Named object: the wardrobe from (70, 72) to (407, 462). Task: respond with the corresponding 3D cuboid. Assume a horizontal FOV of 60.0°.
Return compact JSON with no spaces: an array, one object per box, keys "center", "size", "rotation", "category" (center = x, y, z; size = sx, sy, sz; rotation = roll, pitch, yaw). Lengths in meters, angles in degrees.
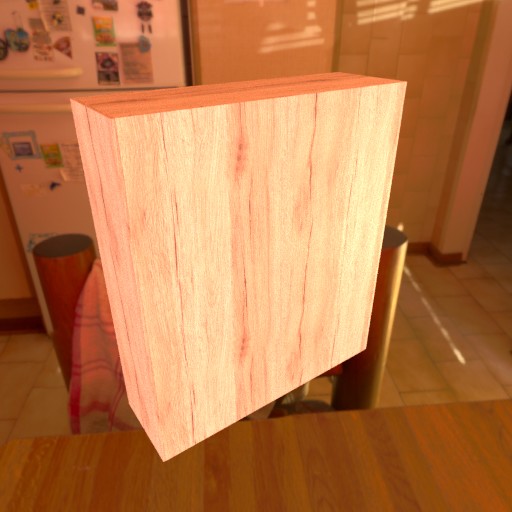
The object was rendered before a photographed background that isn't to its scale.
[{"center":[0.000,0.000,2.902],"size":[1.810,2.070,0.580],"rotation":[-19,34,-30],"category":"wardrobe"}]
